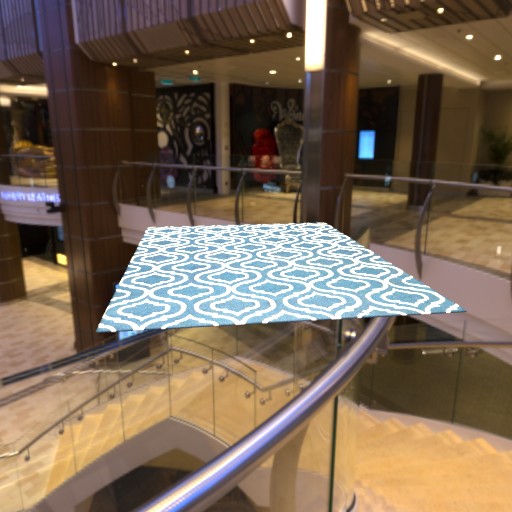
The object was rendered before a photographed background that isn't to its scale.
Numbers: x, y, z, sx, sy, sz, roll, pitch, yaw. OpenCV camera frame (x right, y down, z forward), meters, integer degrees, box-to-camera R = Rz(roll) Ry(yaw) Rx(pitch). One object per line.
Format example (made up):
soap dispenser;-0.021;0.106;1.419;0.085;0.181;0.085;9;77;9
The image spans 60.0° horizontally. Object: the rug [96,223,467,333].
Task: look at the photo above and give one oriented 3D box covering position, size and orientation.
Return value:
rug;0.000;0.000;4.454;2.438;0.010;3.353;-2;15;-8
